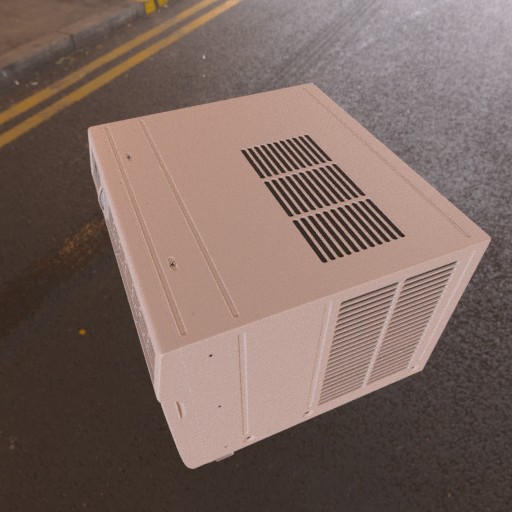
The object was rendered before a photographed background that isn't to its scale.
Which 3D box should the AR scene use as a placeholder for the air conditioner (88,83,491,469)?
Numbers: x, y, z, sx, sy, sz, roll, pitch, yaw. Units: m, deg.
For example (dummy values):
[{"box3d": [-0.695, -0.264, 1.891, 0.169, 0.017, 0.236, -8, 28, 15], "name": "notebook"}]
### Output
[{"box3d": [0.000, 0.000, 1.035, 0.599, 0.455, 0.645, -17, 48, -16], "name": "air conditioner"}]
